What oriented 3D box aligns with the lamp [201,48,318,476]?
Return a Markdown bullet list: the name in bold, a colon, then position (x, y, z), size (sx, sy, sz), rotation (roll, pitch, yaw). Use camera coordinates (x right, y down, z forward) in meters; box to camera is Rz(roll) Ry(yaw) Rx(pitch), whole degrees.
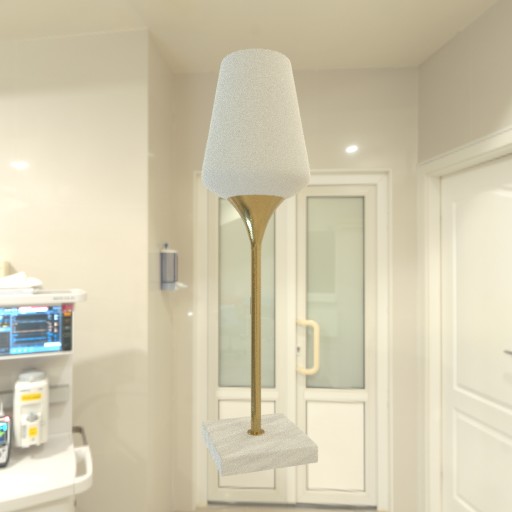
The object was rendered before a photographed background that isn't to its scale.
- **lamp**: position (0.000, 0.000, 0.737), size (0.181, 0.639, 0.181), rotation (0, -1, -17)
